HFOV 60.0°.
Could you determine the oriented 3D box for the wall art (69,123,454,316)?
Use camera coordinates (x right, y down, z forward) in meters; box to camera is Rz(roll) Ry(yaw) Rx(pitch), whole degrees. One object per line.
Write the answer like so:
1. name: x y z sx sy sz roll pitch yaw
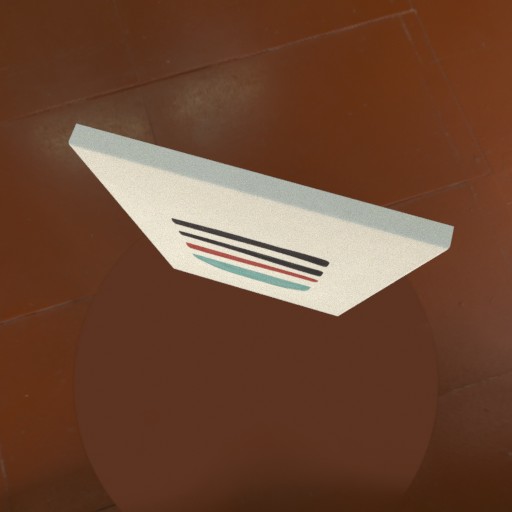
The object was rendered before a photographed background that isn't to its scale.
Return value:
1. wall art: 0.000 0.000 1.123 0.607 0.912 0.038 16 77 4
